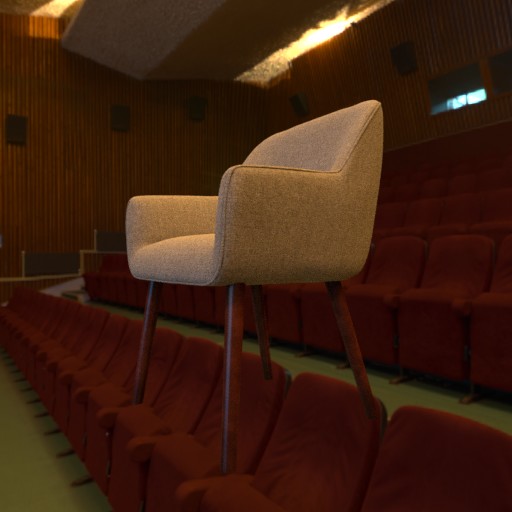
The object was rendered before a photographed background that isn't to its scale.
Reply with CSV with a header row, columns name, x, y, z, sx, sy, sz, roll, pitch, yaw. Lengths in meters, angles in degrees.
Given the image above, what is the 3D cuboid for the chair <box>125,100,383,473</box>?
name,x,y,z,sx,sy,sz,roll,pitch,yaw
chair,0.000,0.000,1.158,0.519,0.803,0.543,0,0,-36
